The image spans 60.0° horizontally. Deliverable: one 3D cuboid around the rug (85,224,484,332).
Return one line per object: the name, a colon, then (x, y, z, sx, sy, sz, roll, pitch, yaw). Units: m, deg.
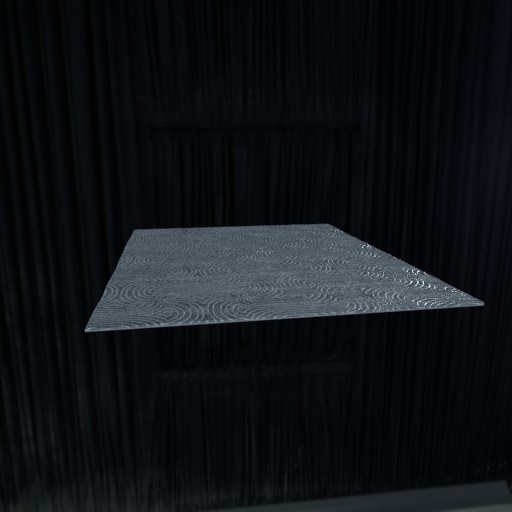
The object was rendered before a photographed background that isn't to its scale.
rug: (0.000, 0.000, 4.088, 2.456, 0.021, 3.042, -2, 14, -10)
